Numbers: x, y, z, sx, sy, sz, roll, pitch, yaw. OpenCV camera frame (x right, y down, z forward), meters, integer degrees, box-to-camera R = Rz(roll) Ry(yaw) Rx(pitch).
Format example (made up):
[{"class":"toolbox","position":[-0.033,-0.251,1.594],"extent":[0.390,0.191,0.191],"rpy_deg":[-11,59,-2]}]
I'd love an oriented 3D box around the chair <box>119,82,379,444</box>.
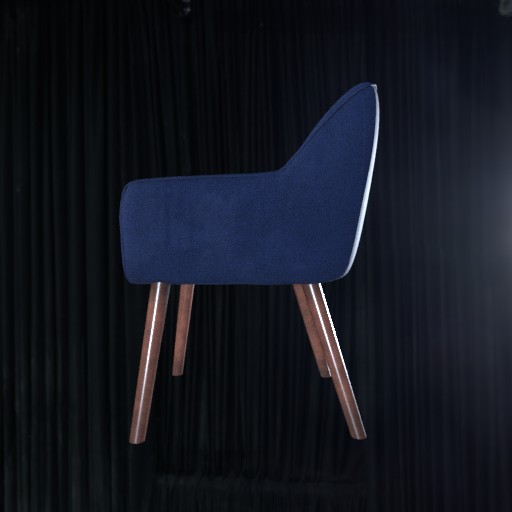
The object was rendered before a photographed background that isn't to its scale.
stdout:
[{"class":"chair","position":[0.000,0.000,1.247],"extent":[0.600,0.820,0.600],"rpy_deg":[0,1,0]}]
